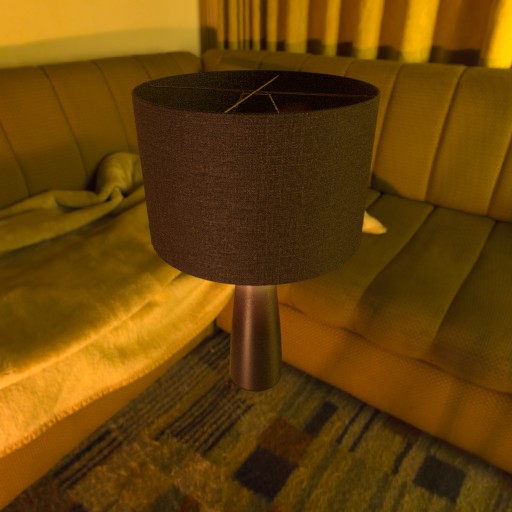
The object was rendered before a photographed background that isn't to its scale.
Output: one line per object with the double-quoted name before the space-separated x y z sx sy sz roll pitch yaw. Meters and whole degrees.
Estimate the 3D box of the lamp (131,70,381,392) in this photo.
"lamp" 0.000 0.000 0.675 0.303 0.488 0.303 0 30 0
